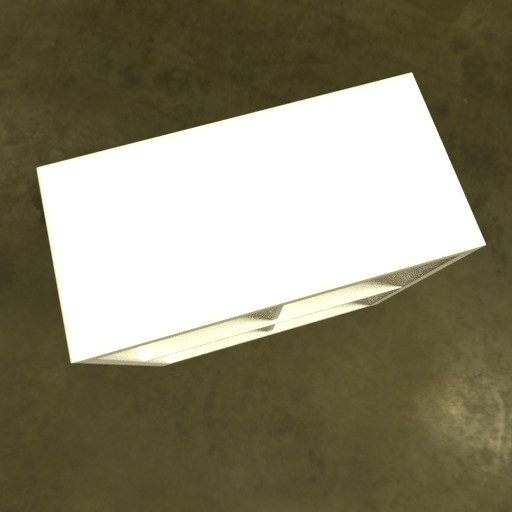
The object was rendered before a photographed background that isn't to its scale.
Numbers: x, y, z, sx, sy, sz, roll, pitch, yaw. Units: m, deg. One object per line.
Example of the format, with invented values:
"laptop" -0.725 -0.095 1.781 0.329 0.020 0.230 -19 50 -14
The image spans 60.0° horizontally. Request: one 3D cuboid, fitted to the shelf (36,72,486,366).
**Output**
"shelf" 0.000 0.000 1.236 0.790 0.786 0.390 -15 76 -4
